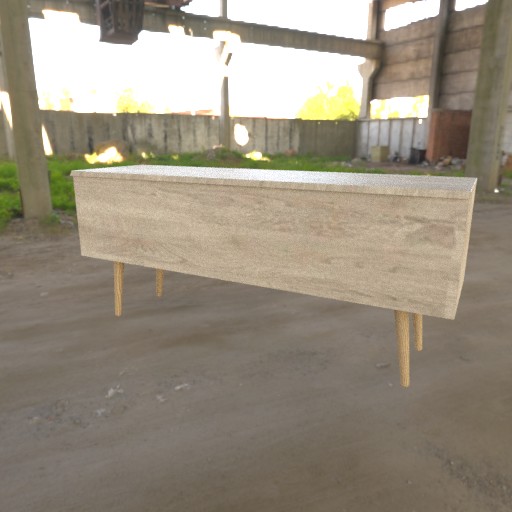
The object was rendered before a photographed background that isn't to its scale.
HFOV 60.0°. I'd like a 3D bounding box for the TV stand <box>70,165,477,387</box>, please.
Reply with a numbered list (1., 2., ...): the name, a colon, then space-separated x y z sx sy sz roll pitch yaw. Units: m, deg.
1. TV stand: 0.000 0.000 1.545 1.313 0.565 0.401 8 17 27
